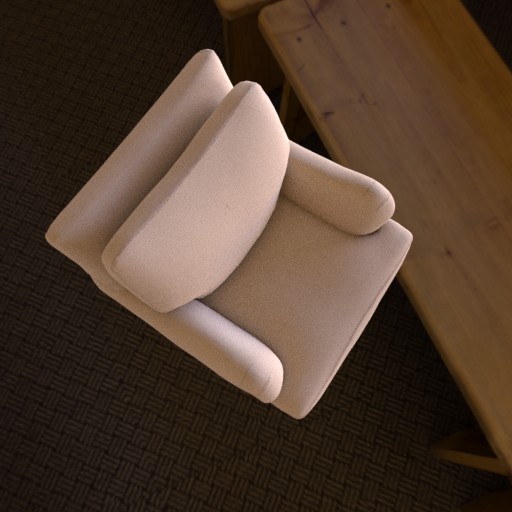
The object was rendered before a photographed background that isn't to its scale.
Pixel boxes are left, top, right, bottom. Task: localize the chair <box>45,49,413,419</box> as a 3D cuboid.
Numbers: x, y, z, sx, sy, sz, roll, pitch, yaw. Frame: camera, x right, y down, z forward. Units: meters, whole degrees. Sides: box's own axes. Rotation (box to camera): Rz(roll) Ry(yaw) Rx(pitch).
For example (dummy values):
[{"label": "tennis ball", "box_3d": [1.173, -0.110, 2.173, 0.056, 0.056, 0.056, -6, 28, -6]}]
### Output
[{"label": "chair", "box_3d": [0.000, 0.000, 1.866, 1.070, 1.038, 0.955, 33, 77, 9]}]
